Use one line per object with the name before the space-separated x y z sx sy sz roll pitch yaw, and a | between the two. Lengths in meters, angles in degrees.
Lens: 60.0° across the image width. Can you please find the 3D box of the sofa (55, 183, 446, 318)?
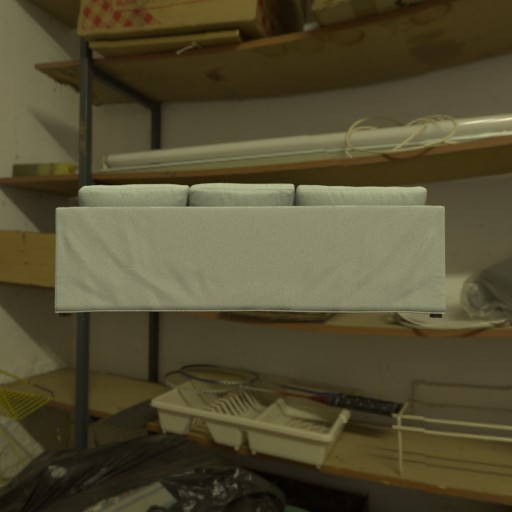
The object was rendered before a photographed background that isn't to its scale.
sofa | 0.000 0.000 4.300 2.432 0.871 3.182 0 -2 2
